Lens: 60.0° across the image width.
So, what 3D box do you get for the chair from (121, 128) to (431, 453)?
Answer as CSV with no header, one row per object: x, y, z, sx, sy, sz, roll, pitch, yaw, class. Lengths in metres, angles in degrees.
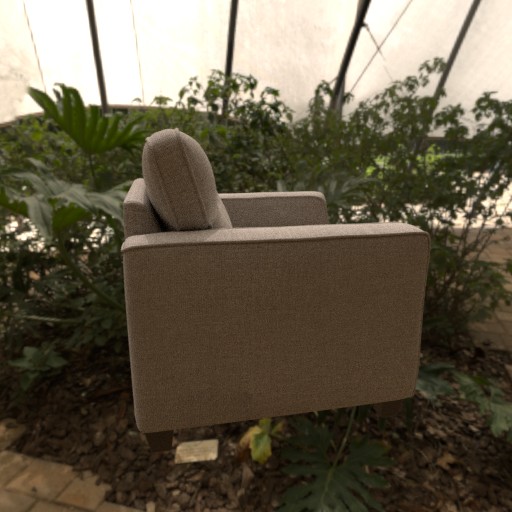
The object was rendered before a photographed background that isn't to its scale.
0.000,0.000,1.754,0.939,0.965,1.015,-3,16,-12,chair
